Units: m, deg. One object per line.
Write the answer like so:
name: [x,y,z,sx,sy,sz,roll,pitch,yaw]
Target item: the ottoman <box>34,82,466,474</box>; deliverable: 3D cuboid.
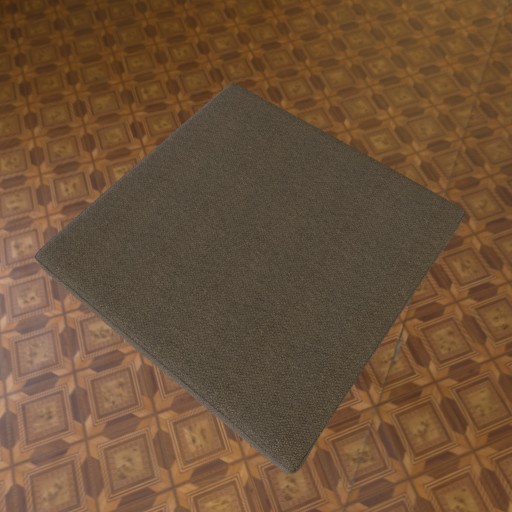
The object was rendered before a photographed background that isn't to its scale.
ottoman: [0.000,0.000,1.511,0.981,0.378,0.970,34,67,16]
